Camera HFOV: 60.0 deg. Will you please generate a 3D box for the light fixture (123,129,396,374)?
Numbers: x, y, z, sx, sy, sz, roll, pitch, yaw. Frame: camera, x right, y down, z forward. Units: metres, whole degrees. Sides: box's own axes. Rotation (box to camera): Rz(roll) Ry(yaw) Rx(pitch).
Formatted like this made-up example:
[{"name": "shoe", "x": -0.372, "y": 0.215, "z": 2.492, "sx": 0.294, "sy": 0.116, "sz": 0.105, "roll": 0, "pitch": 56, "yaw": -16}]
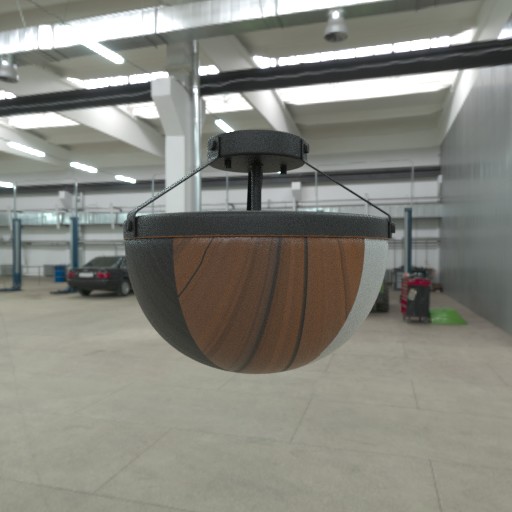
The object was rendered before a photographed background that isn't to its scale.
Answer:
[{"name": "light fixture", "x": 0.000, "y": 0.000, "z": 0.528, "sx": 0.304, "sy": 0.269, "sz": 0.304, "roll": 0, "pitch": 0, "yaw": 0}]
